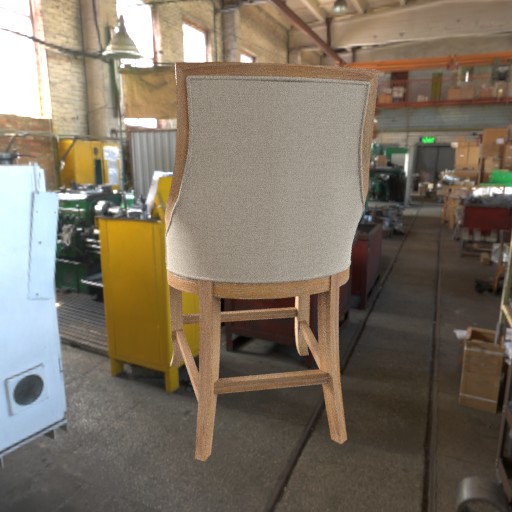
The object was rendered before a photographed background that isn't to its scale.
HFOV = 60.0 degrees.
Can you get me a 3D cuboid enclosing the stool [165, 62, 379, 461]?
[{"bbox_3d":[0.000,0.000,1.290,0.524,0.938,0.626,-2,13,-11],"label":"stool"}]
